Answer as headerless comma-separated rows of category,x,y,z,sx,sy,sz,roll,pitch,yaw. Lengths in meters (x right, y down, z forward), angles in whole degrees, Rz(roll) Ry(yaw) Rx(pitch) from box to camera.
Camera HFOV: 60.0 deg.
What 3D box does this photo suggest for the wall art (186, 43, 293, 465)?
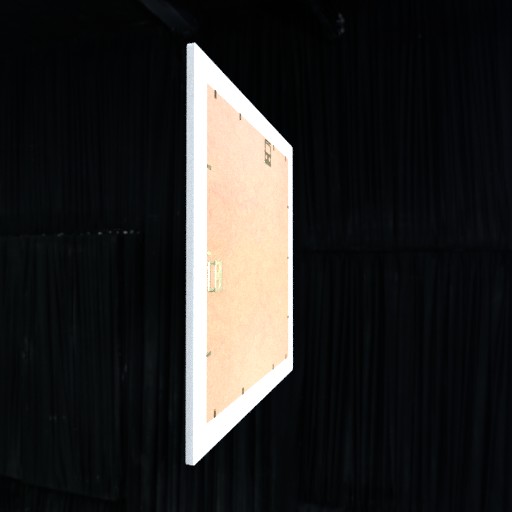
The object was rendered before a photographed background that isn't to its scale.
wall art,0.000,0.000,0.890,0.013,0.584,0.584,0,-1,18
